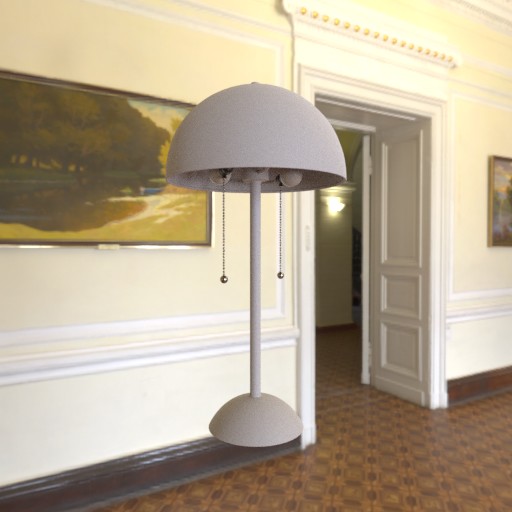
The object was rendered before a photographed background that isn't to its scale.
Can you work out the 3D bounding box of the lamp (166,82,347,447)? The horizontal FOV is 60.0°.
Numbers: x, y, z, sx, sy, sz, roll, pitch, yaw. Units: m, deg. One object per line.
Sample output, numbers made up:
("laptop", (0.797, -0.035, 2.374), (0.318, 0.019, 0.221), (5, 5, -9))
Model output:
("lamp", (0.000, 0.000, 0.428), (0.171, 0.330, 0.171), (0, 1, 0))
